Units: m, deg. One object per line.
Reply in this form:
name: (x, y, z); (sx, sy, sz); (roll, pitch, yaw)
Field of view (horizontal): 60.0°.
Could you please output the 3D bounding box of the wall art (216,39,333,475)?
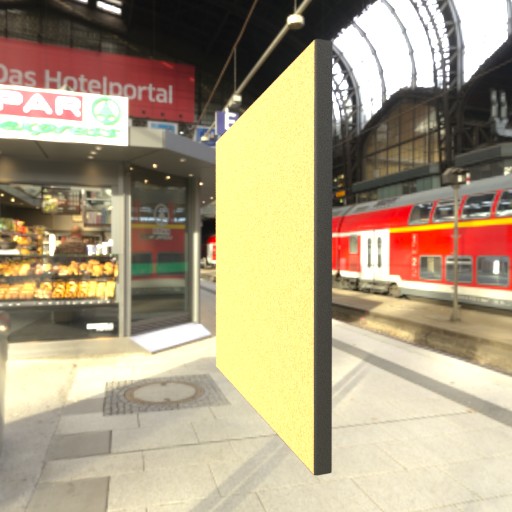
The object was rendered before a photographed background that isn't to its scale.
wall art: (0.000, 0.000, 0.677); (0.022, 0.453, 0.456); (0, 1, -18)
